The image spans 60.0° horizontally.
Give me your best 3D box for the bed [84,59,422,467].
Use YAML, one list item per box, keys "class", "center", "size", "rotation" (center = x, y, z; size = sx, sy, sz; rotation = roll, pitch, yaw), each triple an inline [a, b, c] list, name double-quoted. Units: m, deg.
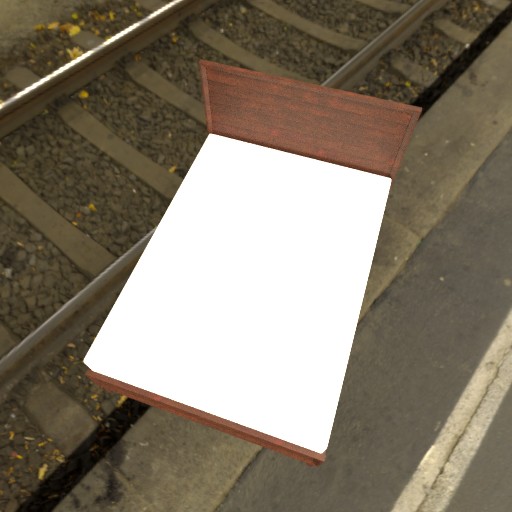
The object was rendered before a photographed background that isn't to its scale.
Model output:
- class: "bed"
  center: [0.000, 0.000, 3.106]
  size: [1.600, 1.270, 2.184]
  rotation: [16, 60, 10]
